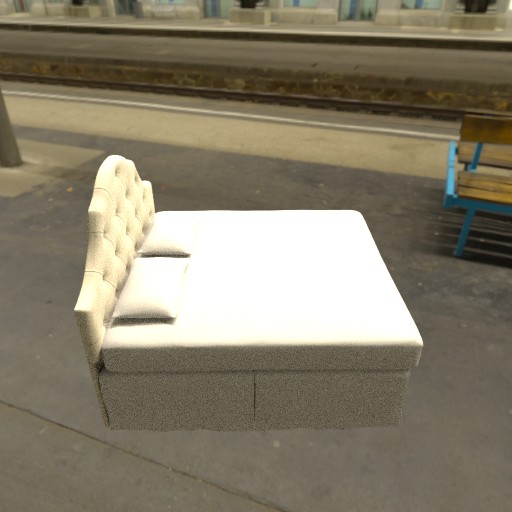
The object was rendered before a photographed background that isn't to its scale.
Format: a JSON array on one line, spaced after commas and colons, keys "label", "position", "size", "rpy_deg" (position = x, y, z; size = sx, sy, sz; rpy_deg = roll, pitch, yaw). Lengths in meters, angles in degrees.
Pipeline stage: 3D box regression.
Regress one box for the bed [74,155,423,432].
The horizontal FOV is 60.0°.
[{"label": "bed", "position": [0.000, 0.000, 3.452], "size": [2.086, 1.555, 2.012], "rpy_deg": [0, 32, -1]}]
